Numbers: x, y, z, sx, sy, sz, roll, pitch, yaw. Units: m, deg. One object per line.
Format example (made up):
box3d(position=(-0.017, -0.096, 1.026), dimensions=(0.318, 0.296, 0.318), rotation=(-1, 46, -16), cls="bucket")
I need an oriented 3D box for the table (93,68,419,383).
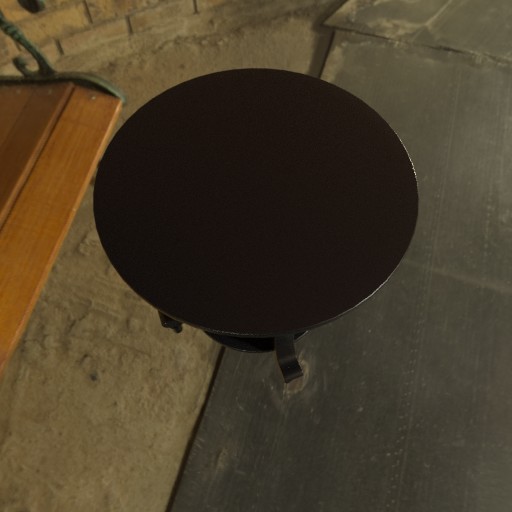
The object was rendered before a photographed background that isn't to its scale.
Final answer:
box3d(position=(0.000, 0.000, 1.093), dimensions=(0.597, 0.618, 0.597), rotation=(0, 62, 0), cls="table")
